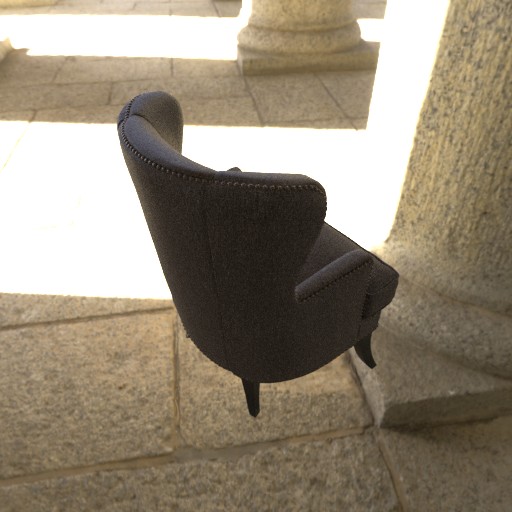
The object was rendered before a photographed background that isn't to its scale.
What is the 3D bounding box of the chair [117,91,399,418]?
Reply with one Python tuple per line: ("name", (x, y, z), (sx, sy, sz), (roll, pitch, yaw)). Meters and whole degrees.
("chair", (0.000, 0.000, 1.588), (0.758, 1.060, 0.759), (-27, 47, -28))
